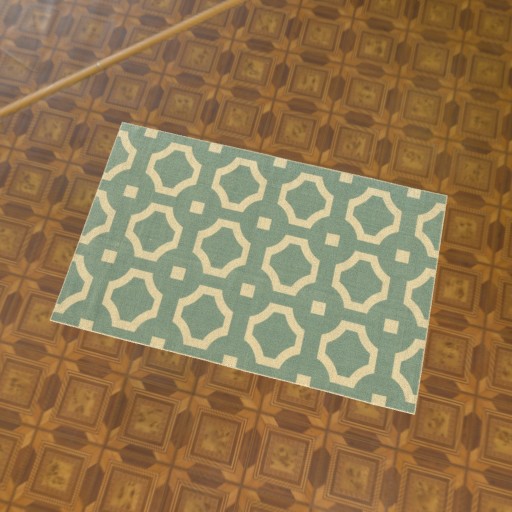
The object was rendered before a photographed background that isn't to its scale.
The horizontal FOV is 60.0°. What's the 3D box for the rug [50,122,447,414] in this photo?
[{"bbox_3d":[0.000,0.000,3.053,2.443,0.015,1.528,14,76,4],"label":"rug"}]
